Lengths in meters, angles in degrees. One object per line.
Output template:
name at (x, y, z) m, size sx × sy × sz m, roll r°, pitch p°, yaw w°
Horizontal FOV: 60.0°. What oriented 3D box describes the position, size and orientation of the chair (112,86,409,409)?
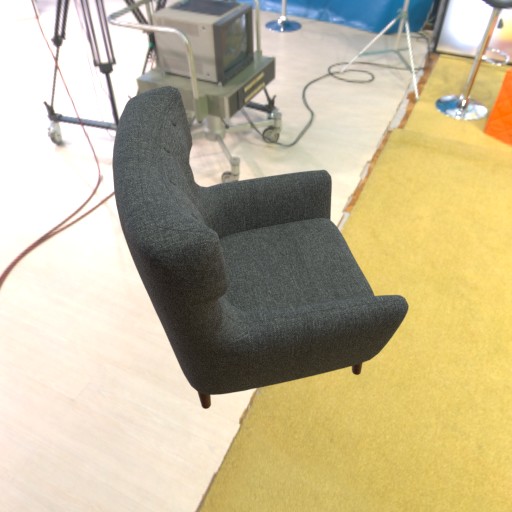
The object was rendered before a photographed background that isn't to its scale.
chair at (0.000, 0.000, 1.743) m, size 0.904 × 1.063 × 0.878 m, roll -10°, pitch 46°, yaw -9°
